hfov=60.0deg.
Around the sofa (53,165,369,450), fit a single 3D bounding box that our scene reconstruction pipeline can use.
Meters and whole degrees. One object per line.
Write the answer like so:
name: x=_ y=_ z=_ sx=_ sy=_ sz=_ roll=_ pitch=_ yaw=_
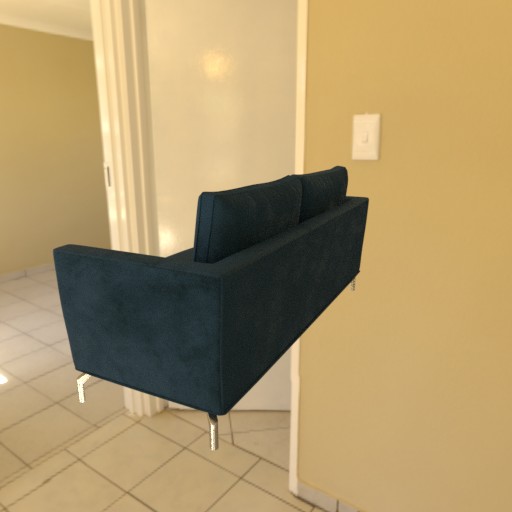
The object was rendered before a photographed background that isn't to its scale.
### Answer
sofa: x=0.000 y=0.000 z=2.704 sx=0.853 sy=0.998 sz=2.212 roll=8 pitch=17 yaw=26
